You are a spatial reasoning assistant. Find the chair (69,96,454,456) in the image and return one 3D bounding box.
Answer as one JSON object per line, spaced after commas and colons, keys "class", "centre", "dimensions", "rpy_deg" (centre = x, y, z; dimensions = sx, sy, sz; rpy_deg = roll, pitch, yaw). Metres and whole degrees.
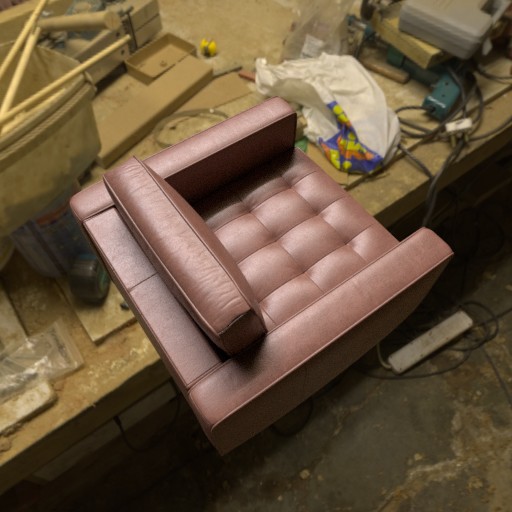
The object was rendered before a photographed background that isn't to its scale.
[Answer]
{"class": "chair", "centre": [0.000, 0.000, 1.536], "dimensions": [0.900, 0.770, 0.920], "rpy_deg": [-31, 63, -18]}
